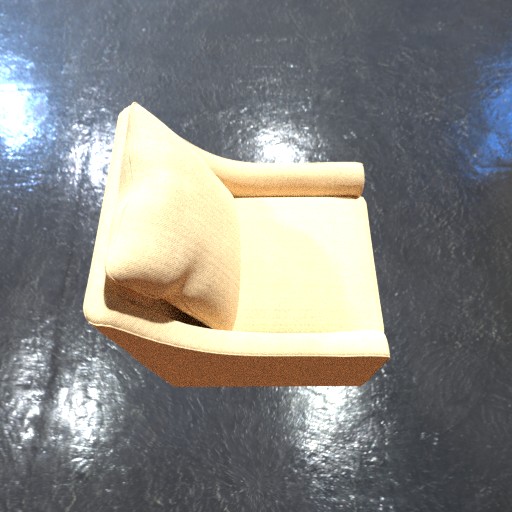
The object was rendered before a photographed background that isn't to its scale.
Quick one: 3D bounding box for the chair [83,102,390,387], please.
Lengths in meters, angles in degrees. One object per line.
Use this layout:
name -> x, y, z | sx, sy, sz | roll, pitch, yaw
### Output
chair -> 0.000, 0.000, 1.584 | 0.876, 0.927, 0.760 | 0, 63, 0
